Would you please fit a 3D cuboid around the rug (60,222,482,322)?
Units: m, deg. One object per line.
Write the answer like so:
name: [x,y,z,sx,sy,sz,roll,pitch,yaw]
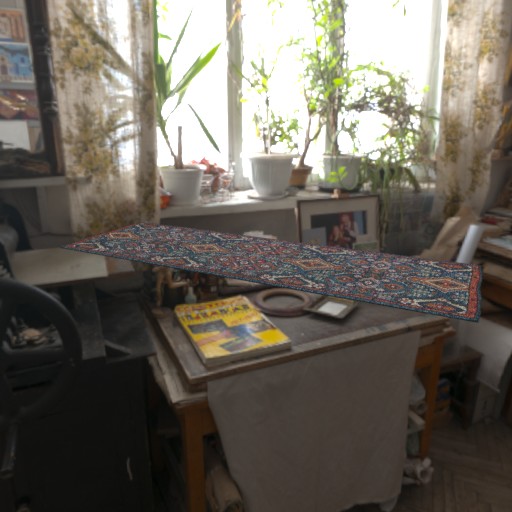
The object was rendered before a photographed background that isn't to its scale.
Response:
rug: [0.000,0.000,2.683,2.459,0.010,0.801,9,19,25]
